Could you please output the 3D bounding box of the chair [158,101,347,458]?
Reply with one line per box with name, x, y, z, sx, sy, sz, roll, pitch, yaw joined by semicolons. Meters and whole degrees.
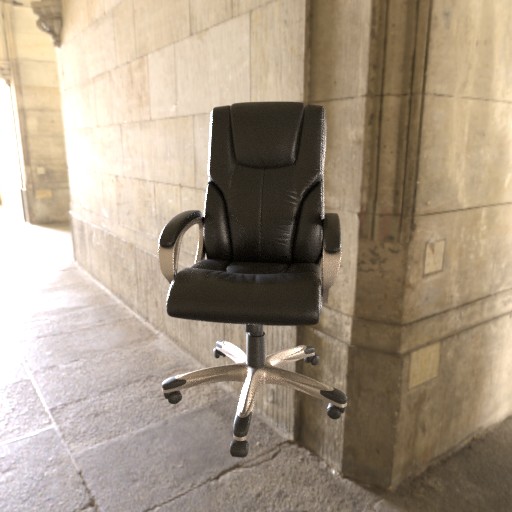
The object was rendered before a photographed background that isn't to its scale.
chair;0.000;0.000;1.640;0.700;1.145;0.780;2;14;8
